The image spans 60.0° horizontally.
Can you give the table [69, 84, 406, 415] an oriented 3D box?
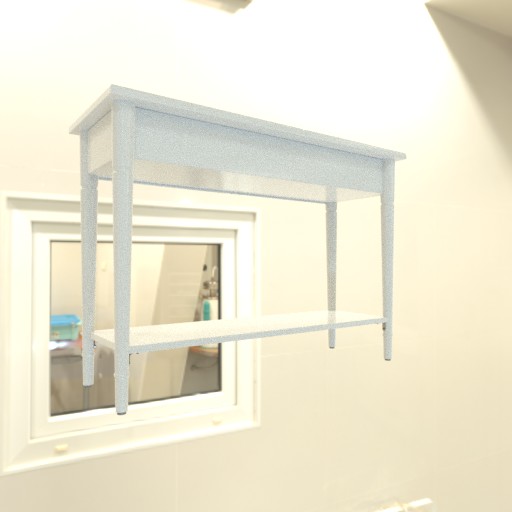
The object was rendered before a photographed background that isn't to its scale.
[{"bbox_3d":[0.000,0.000,1.439,1.067,0.749,0.381,1,-1,-36],"label":"table"}]
